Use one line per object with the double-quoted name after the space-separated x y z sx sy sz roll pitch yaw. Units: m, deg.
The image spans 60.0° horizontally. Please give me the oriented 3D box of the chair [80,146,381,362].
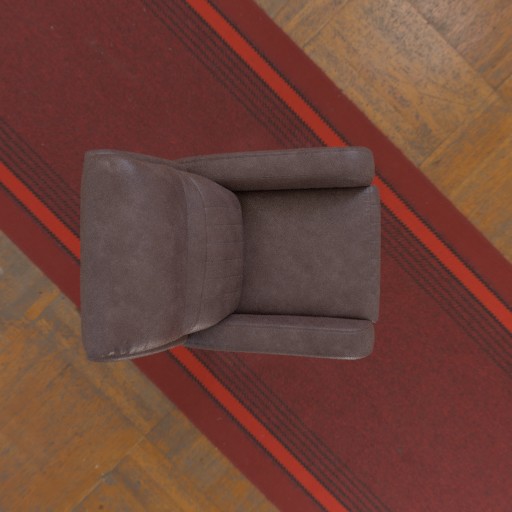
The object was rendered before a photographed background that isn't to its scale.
0.000 0.000 1.798 1.067 1.067 0.865 0 91 1 "chair"
